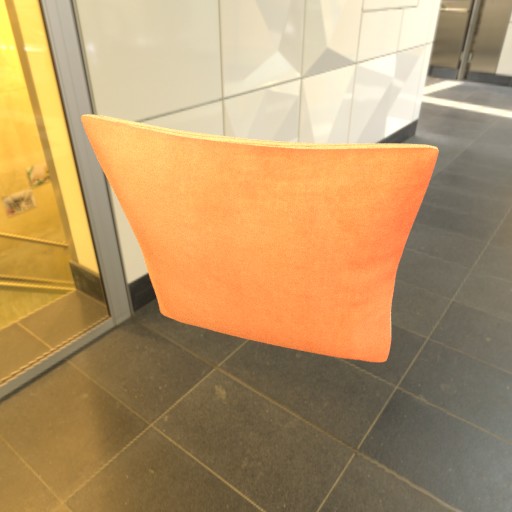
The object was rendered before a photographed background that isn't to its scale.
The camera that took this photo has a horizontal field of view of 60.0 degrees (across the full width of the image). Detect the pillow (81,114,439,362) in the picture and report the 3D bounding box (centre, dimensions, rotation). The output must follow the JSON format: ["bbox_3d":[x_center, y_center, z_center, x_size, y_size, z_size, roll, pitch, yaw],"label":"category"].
[{"bbox_3d":[0.000,0.000,0.649,0.424,0.401,0.177,10,33,15],"label":"pillow"}]
